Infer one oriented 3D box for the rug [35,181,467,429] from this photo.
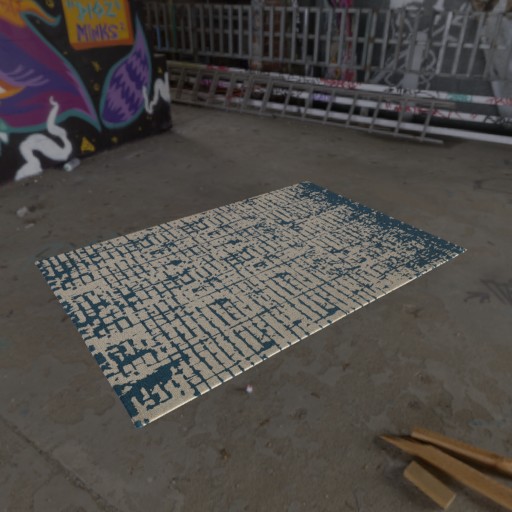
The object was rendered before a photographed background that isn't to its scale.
[{"bbox_3d":[0.000,0.000,2.249,1.828,0.007,1.220,-21,37,-31],"label":"rug"}]
